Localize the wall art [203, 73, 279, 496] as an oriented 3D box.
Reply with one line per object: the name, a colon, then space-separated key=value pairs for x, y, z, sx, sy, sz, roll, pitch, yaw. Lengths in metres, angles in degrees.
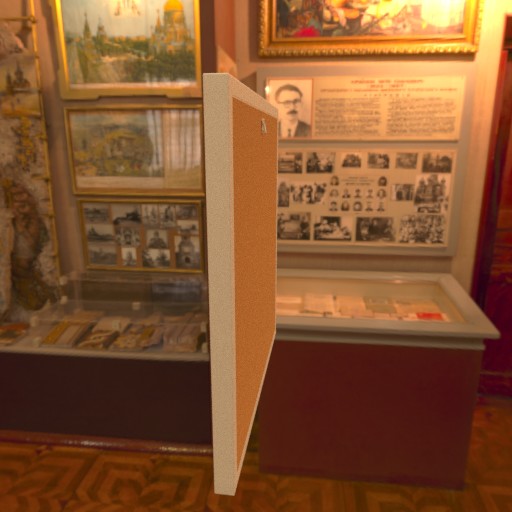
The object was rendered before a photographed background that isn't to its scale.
wall art: x=0.000 y=0.000 z=1.126 sx=0.050 sy=0.762 sz=0.761 roll=2 pitch=15 yaw=8
